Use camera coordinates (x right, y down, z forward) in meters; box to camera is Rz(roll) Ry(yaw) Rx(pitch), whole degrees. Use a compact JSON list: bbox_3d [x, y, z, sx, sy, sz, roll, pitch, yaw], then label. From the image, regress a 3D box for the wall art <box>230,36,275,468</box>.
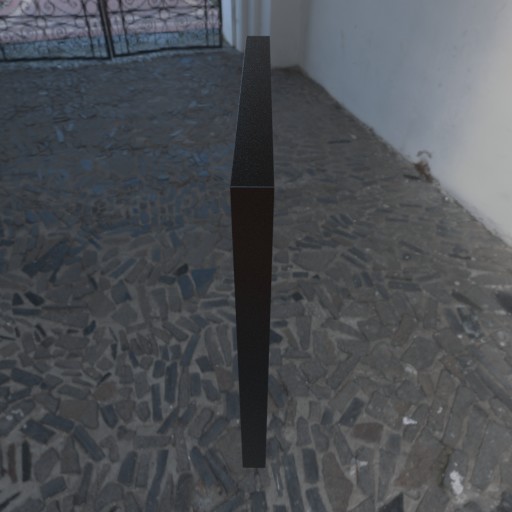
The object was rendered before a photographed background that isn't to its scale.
[{"bbox_3d":[0.000,0.000,0.728,0.038,0.551,0.448,1,41,1],"label":"wall art"}]
